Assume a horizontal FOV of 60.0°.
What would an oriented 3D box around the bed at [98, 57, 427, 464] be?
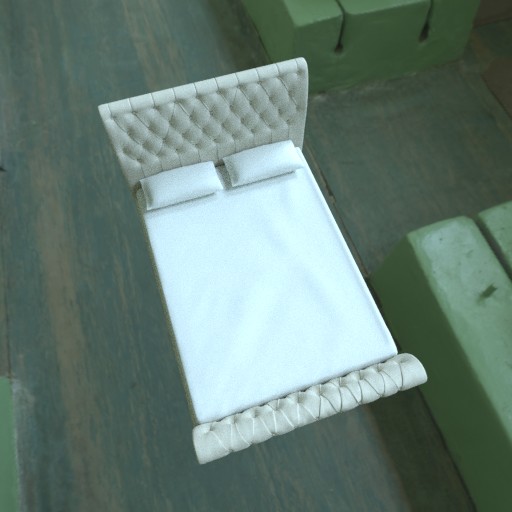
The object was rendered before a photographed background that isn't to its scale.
[{"bbox_3d":[0.000,0.000,3.358,1.606,1.268,2.493,-17,65,-8],"label":"bed"}]
